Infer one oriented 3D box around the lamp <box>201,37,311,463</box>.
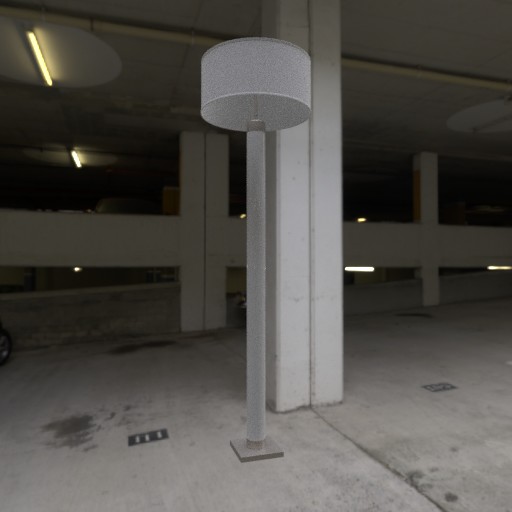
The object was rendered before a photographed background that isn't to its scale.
[{"bbox_3d":[0.000,0.000,1.681,0.420,1.475,0.420,0,-1,-18],"label":"lamp"}]
